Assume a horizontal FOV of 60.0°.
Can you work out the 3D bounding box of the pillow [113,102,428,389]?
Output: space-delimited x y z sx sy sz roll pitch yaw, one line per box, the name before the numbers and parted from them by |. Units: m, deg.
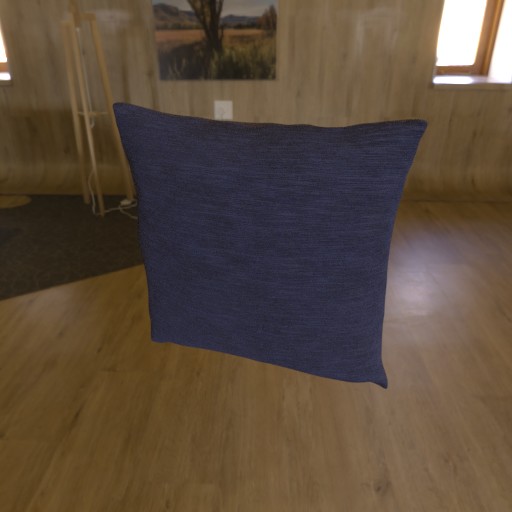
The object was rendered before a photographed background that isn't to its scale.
pillow | 0.000 0.000 0.694 0.452 0.439 0.204 8 28 16
